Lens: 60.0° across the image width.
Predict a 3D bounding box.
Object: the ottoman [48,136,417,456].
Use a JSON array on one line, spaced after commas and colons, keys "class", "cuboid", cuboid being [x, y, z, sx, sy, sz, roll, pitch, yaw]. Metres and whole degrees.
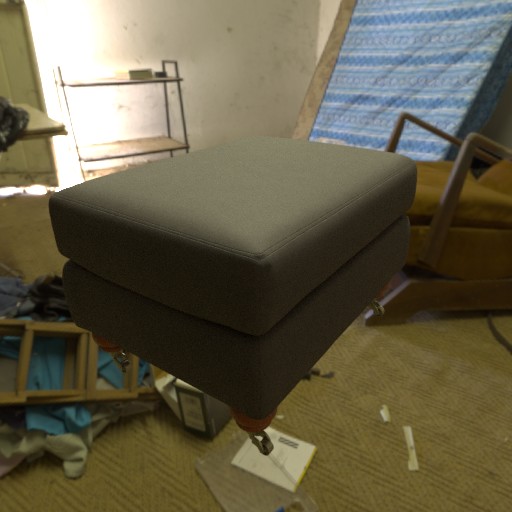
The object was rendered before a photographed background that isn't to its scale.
[{"class": "ottoman", "cuboid": [0.000, 0.000, 1.134, 0.574, 0.497, 0.773, 17, 30, 31]}]
